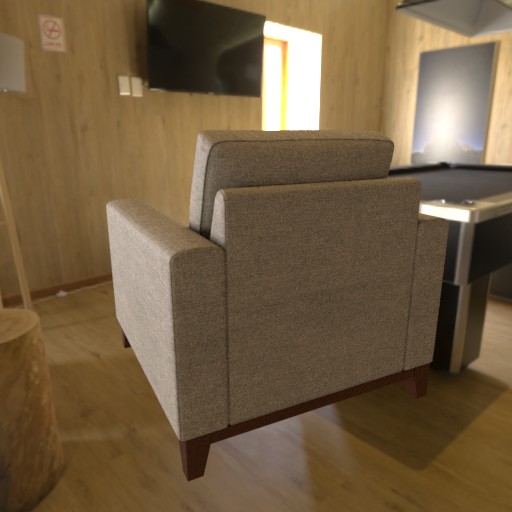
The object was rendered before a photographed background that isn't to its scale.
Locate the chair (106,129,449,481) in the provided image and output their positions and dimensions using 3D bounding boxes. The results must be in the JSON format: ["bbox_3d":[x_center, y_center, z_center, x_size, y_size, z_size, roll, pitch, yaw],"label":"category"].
[{"bbox_3d":[0.000,0.000,1.839,1.024,1.010,1.038,-8,18,-26],"label":"chair"}]
